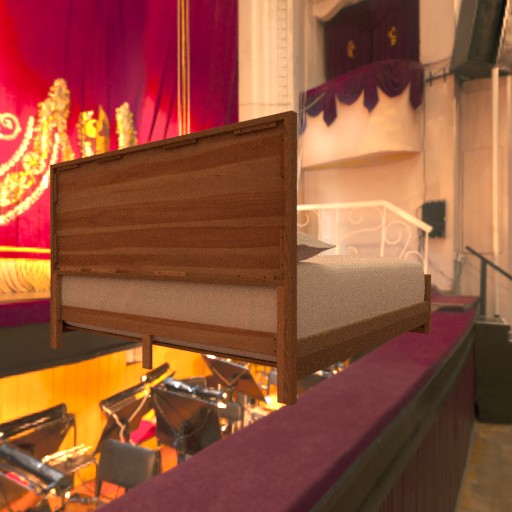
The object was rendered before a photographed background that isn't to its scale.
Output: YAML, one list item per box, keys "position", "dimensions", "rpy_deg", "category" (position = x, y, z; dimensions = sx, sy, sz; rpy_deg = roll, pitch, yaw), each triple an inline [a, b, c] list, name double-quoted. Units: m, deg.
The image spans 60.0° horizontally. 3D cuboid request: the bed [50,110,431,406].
- position: [0.000, 0.000, 3.415]
  dimensions: [2.013, 1.295, 2.184]
  rpy_deg: [0, 1, 37]
  category: "bed"
